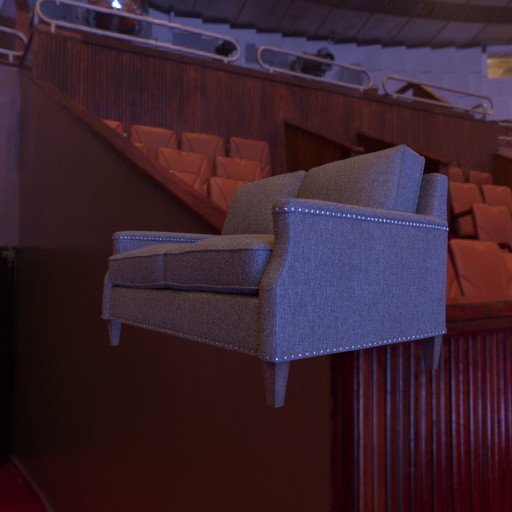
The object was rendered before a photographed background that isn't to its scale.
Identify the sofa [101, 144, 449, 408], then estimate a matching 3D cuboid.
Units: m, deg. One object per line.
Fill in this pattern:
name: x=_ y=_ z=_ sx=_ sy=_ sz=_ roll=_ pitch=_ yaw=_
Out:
sofa: x=0.000 y=0.000 z=2.279 sx=1.084 sy=1.003 sz=1.597 roll=1 pitch=-2 yaw=-37
